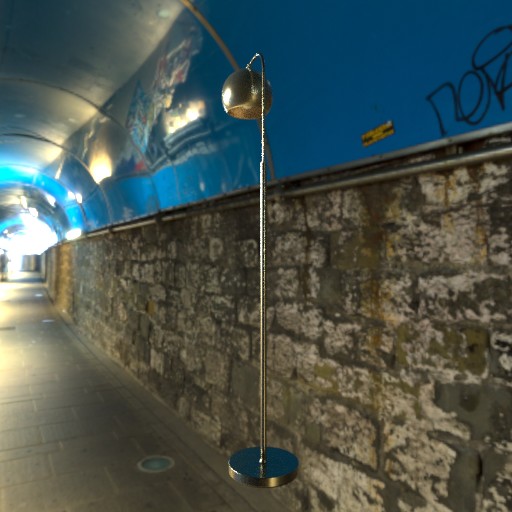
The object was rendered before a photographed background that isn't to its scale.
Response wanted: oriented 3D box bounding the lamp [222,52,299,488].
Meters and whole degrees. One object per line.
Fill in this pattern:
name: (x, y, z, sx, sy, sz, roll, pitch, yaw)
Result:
lamp: (0.000, 0.000, 1.667, 0.250, 1.526, 0.431, 0, -1, -18)
